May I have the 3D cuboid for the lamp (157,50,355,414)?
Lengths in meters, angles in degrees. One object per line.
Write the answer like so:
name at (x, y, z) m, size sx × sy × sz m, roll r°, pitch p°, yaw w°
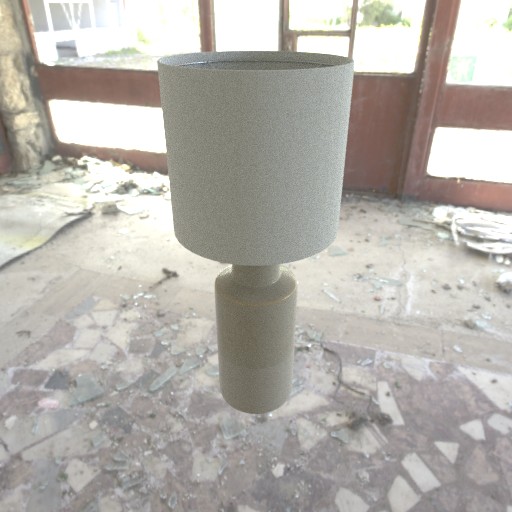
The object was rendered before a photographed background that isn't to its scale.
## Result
lamp at (0.000, 0.000, 0.603) m, size 0.212 × 0.493 × 0.212 m, roll -20°, pitch 35°, yaw -32°
